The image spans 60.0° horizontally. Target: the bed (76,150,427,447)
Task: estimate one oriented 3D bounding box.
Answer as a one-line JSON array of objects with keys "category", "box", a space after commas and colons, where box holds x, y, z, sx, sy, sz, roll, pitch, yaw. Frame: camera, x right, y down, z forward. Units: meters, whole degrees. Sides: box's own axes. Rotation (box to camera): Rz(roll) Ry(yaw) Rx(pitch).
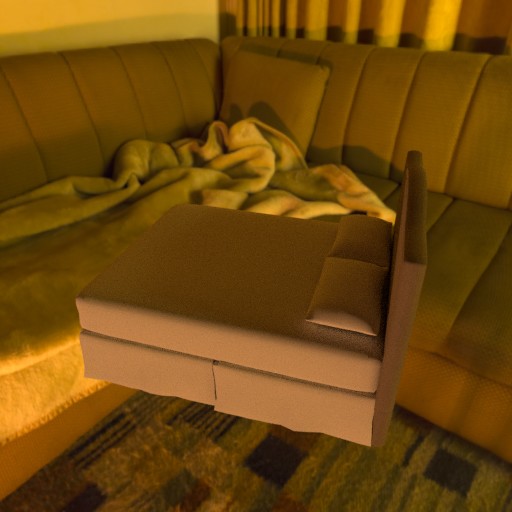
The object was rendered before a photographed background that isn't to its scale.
[{"category": "bed", "box": [0.000, 0.000, 3.265, 2.128, 1.441, 1.744, 9, 33, 14]}]
